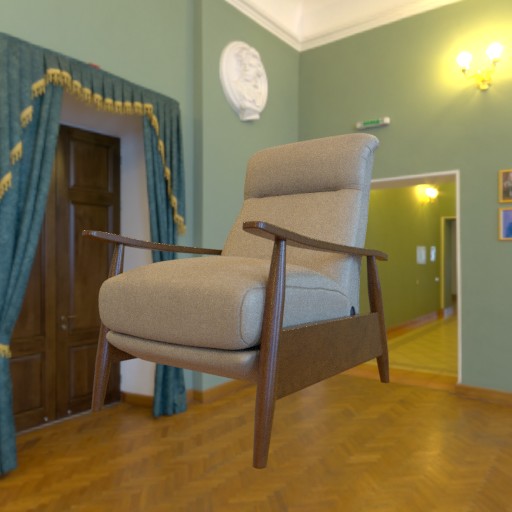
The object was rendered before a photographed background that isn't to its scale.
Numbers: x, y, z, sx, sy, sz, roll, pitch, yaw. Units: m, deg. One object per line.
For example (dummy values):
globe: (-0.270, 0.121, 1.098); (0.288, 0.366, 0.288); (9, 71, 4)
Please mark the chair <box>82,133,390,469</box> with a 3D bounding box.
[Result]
chair: (0.000, 0.000, 1.732); (0.762, 1.082, 1.030); (0, 0, 36)
